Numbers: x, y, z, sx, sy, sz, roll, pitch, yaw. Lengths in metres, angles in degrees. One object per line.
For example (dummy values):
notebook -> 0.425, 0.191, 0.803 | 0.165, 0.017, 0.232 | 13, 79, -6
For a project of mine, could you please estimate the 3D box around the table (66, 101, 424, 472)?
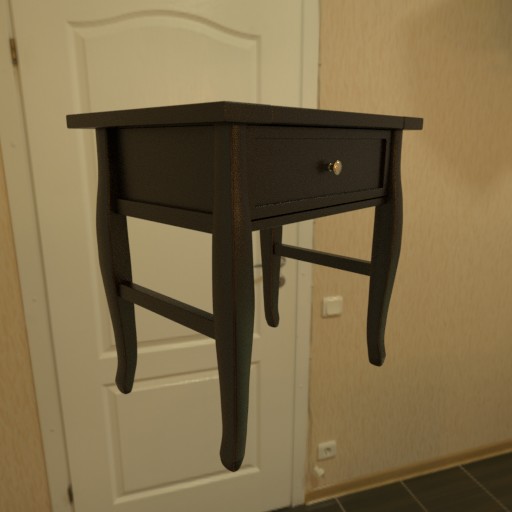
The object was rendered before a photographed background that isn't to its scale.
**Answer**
table -> 0.000, 0.000, 1.003 | 0.460, 0.604, 0.602 | 13, 20, 42
